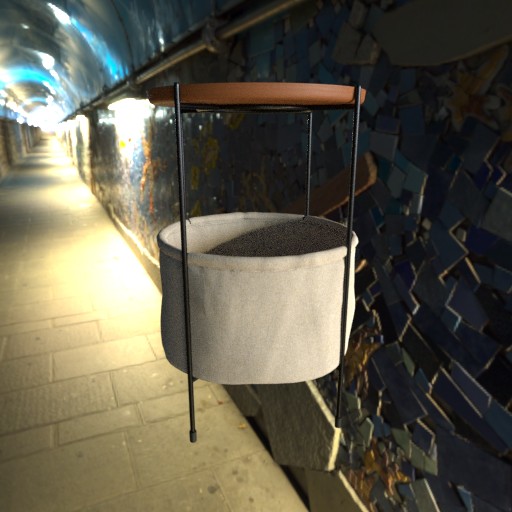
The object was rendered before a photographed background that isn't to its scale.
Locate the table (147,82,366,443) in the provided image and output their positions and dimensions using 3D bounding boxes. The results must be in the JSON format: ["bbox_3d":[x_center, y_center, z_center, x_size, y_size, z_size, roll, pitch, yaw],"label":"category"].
[{"bbox_3d":[0.000,0.000,0.890,0.393,0.623,0.393,-2,17,-8],"label":"table"}]
